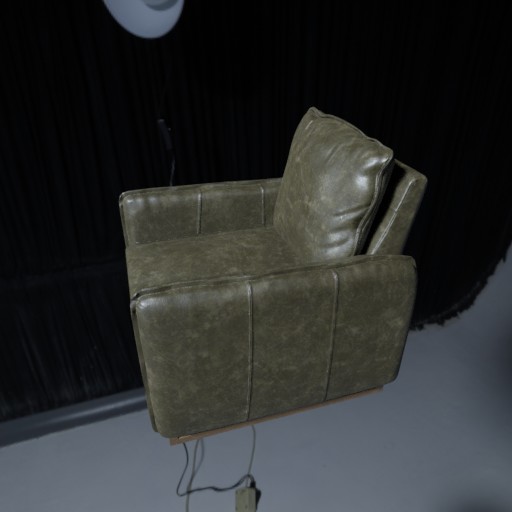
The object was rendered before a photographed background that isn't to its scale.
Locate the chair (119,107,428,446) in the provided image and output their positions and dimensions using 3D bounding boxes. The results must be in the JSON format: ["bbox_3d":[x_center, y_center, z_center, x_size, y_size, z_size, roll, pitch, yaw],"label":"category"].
[{"bbox_3d":[0.000,0.000,1.626,0.921,0.921,0.830,-9,32,-15],"label":"chair"}]
